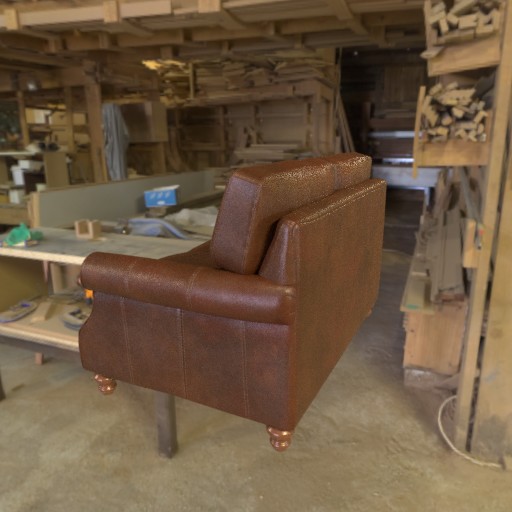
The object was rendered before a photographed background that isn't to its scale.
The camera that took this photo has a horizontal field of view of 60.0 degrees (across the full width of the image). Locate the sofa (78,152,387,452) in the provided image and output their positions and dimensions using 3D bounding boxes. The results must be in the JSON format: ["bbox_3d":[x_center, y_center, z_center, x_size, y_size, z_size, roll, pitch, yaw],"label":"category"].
[{"bbox_3d":[0.000,0.000,2.200,0.990,0.976,1.616,7,17,25],"label":"sofa"}]
